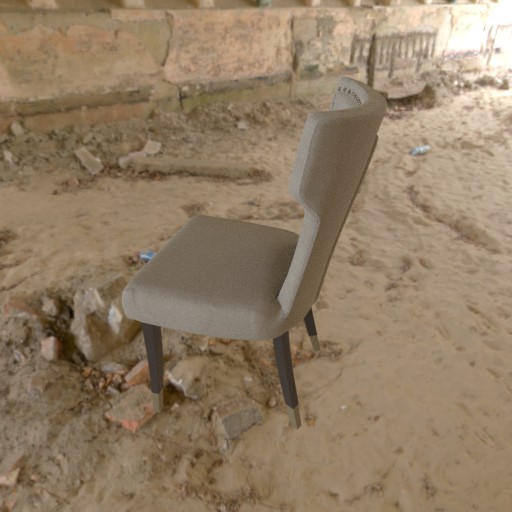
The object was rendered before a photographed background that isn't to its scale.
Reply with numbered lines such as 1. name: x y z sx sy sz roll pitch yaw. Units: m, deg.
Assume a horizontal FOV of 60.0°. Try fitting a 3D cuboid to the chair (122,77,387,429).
1. chair: 0.000 0.000 1.325 0.630 0.955 0.526 9 31 14
